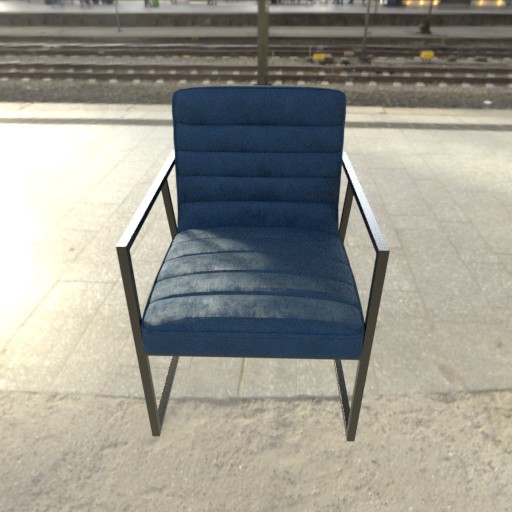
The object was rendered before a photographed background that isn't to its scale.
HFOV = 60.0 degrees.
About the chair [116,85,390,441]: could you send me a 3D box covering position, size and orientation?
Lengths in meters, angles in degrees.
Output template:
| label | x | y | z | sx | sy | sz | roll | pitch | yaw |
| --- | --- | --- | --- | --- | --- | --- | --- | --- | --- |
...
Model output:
| label | x | y | z | sx | sy | sz | roll | pitch | yaw |
| --- | --- | --- | --- | --- | --- | --- | --- | --- | --- |
| chair | 0.000 | 0.000 | 1.285 | 0.571 | 0.833 | 0.677 | 1 | 32 | 2 |
